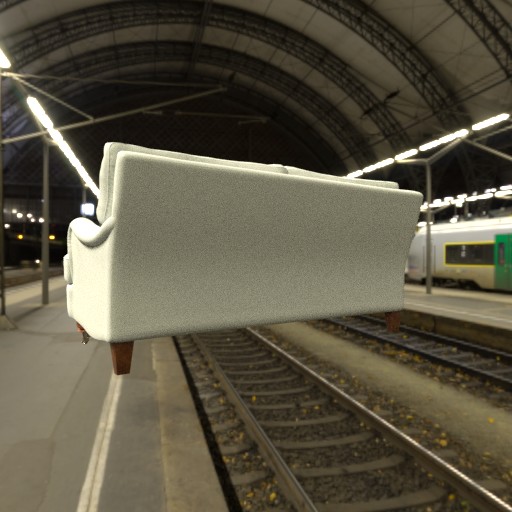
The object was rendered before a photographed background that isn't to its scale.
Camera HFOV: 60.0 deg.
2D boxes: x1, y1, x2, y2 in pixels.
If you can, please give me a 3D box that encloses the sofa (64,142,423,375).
[{"bbox_3d":[0.000,0.000,2.892,2.193,1.096,1.069,0,0,-35],"label":"sofa"}]
